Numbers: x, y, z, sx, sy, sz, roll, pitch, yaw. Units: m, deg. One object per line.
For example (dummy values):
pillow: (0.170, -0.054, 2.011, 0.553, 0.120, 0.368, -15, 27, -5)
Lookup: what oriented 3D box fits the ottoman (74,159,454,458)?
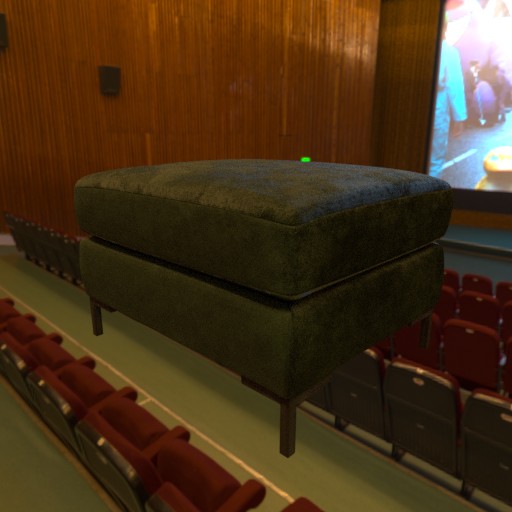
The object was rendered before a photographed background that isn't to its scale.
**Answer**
ottoman: (0.000, 0.000, 1.287, 0.839, 0.538, 0.701, 14, 21, 42)
